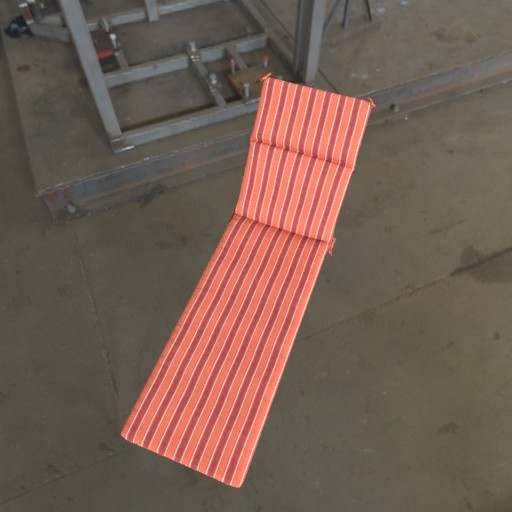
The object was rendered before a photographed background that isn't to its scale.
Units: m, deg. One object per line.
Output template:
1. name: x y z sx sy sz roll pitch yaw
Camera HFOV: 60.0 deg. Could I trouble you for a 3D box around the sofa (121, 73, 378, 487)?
1. sofa: 0.000 0.000 1.902 0.582 0.622 1.663 18 59 11
